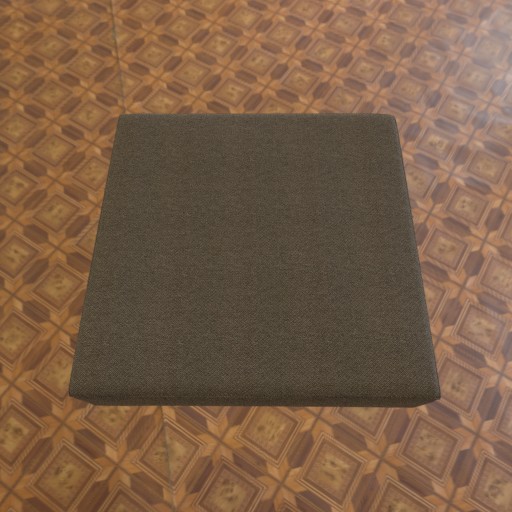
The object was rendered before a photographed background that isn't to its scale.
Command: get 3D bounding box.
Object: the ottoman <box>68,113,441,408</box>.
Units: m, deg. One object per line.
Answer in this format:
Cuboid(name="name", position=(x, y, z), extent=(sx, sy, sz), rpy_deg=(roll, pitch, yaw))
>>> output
Cuboid(name="ottoman", position=(0.000, 0.000, 1.485), extent=(0.981, 0.378, 0.970), rpy_deg=(0, 64, 0))
